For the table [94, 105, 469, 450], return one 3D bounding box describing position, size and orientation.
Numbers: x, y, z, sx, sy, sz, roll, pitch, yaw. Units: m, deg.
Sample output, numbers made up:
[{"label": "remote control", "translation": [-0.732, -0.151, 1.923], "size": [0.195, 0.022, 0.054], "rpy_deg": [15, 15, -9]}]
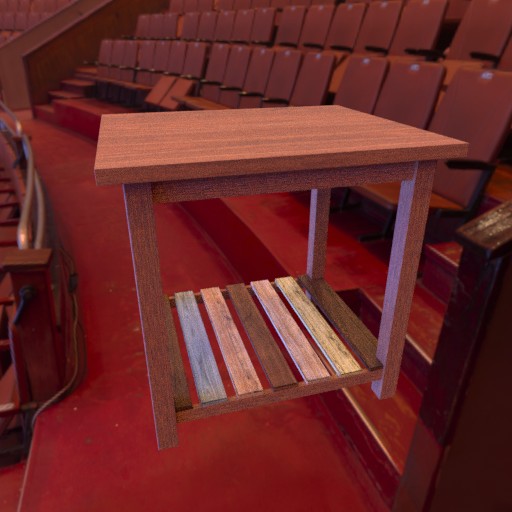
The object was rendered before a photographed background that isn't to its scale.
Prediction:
[{"label": "table", "translation": [0.000, 0.000, 1.117], "size": [0.660, 0.635, 0.559], "rpy_deg": [-7, 27, -15]}]
